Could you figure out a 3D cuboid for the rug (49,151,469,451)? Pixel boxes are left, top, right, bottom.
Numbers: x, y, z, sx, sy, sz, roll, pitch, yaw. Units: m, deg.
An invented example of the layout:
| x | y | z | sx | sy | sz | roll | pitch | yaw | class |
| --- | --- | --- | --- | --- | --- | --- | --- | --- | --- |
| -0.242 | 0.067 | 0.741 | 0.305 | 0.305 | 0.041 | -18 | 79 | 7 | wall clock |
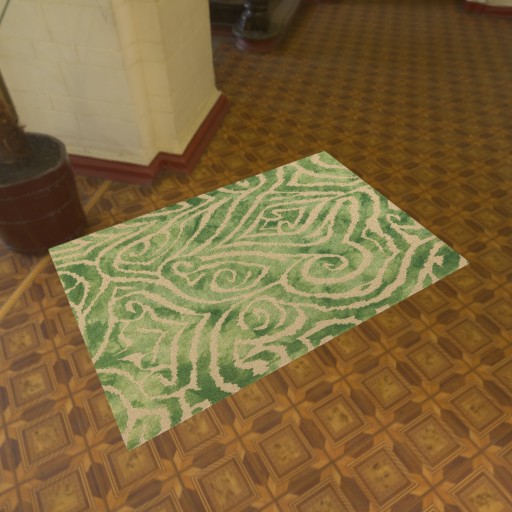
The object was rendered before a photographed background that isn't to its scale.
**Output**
| x | y | z | sx | sy | sz | roll | pitch | yaw | class |
| --- | --- | --- | --- | --- | --- | --- | --- | --- | --- |
| 0.000 | 0.000 | 2.308 | 1.826 | 0.006 | 1.220 | -23 | 50 | -21 | rug |
